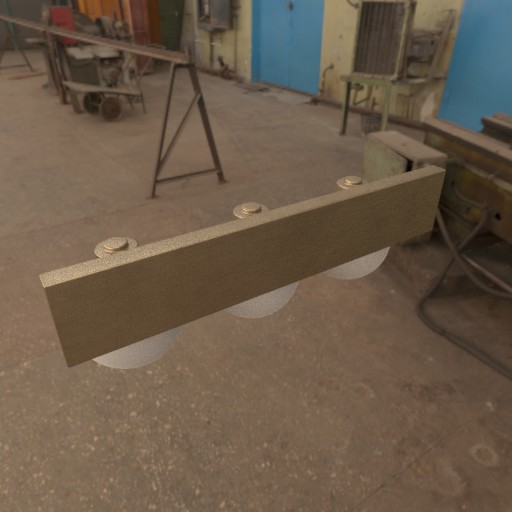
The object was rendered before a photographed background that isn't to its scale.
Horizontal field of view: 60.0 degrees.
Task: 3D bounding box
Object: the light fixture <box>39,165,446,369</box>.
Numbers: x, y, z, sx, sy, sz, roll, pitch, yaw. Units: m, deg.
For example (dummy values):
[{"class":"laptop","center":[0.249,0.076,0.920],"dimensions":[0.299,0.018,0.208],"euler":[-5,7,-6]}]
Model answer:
[{"class":"light fixture","center":[0.000,0.000,0.824],"dimensions":[0.721,0.263,0.218],"euler":[-18,36,-27]}]
